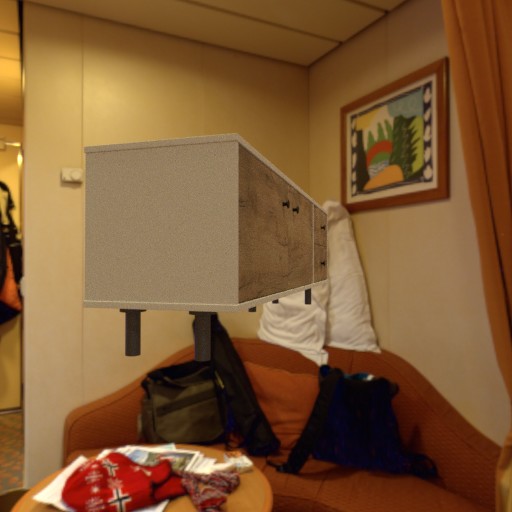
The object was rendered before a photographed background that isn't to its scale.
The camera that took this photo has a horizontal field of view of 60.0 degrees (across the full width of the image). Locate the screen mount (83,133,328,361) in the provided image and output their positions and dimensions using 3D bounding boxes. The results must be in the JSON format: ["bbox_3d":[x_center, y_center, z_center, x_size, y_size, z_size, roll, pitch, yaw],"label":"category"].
[{"bbox_3d":[0.000,0.000,1.803,0.418,0.520,1.600,0,-1,16],"label":"screen mount"}]
